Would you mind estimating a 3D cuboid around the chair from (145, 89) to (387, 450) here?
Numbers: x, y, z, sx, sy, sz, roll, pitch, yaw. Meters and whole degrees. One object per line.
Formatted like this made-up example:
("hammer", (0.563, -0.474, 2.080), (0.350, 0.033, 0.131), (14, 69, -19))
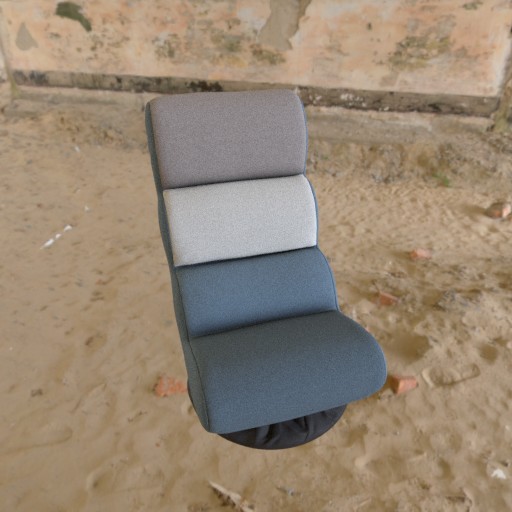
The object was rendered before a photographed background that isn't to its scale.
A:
("chair", (0.000, 0.000, 1.065), (0.420, 0.641, 0.661), (-9, 34, -14))
